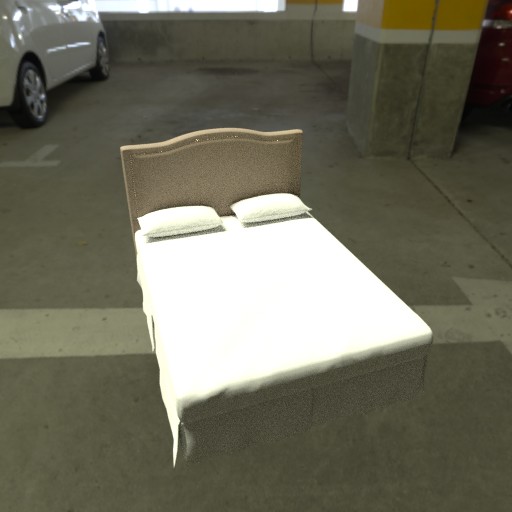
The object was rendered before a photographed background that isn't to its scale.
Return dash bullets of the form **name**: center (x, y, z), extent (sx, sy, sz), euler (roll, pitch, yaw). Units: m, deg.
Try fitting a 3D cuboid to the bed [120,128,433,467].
- **bed**: center (0.000, 0.000, 3.476), extent (1.821, 1.436, 2.282), euler (-10, 32, -17)
